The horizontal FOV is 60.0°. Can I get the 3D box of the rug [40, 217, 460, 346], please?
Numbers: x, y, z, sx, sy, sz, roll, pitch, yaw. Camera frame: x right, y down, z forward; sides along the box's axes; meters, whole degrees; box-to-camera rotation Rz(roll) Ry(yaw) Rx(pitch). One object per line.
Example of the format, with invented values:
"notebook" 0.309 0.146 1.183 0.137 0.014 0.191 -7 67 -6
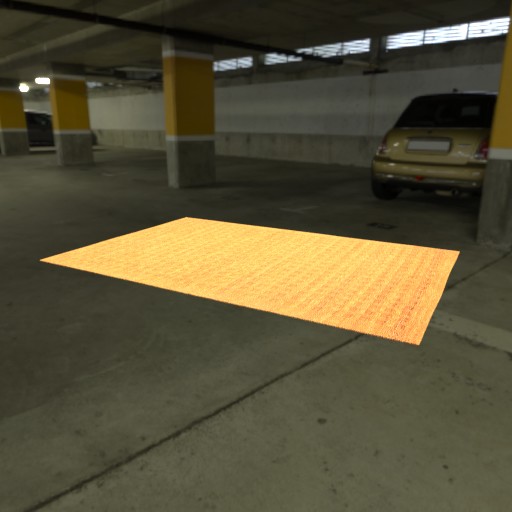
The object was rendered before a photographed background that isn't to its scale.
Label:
"rug" 0.000 0.000 2.195 1.747 0.006 1.143 9 19 28
